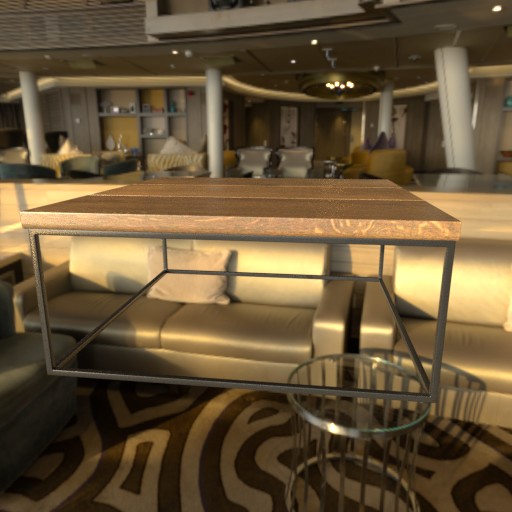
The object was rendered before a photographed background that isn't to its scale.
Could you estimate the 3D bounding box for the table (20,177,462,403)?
[{"bbox_3d":[0.000,0.000,1.372,0.900,0.400,0.900,2,15,7],"label":"table"}]
